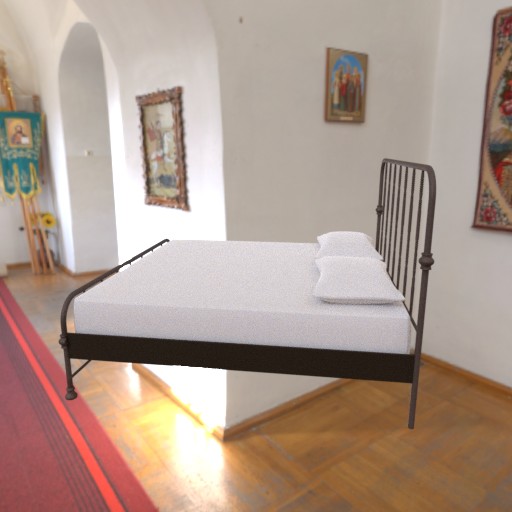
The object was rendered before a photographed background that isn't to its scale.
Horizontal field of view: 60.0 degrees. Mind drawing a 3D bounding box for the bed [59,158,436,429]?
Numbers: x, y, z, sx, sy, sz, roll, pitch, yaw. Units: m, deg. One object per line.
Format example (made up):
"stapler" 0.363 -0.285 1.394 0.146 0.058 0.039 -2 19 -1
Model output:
"bed" 0.000 0.000 3.421 2.134 1.446 2.044 2 14 8
